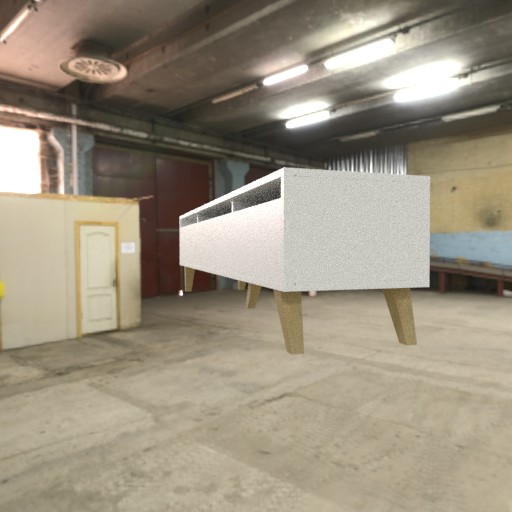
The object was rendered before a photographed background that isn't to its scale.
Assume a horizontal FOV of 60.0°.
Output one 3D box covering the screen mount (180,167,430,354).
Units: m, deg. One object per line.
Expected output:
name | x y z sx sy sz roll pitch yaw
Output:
screen mount | 0.000 0.000 1.850 0.399 0.432 1.644 0 1 -18
